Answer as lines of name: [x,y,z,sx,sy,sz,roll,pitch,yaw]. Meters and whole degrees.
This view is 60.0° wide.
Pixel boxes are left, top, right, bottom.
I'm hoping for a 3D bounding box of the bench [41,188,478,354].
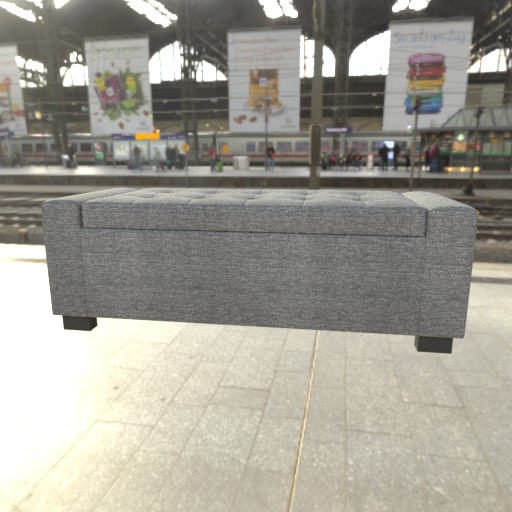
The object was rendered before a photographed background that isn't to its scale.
bench: [0.000,0.000,1.571,1.296,0.445,0.508,2,13,8]
